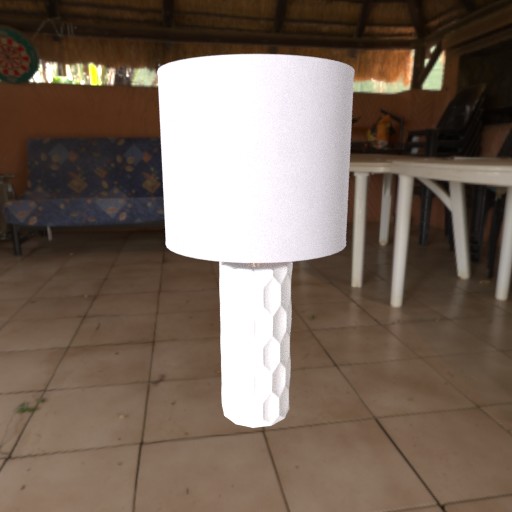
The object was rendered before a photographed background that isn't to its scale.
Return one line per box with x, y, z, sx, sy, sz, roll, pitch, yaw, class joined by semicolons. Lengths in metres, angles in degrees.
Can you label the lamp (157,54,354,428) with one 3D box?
0.000;0.000;0.698;0.277;0.537;0.277;-3;14;-11;lamp
